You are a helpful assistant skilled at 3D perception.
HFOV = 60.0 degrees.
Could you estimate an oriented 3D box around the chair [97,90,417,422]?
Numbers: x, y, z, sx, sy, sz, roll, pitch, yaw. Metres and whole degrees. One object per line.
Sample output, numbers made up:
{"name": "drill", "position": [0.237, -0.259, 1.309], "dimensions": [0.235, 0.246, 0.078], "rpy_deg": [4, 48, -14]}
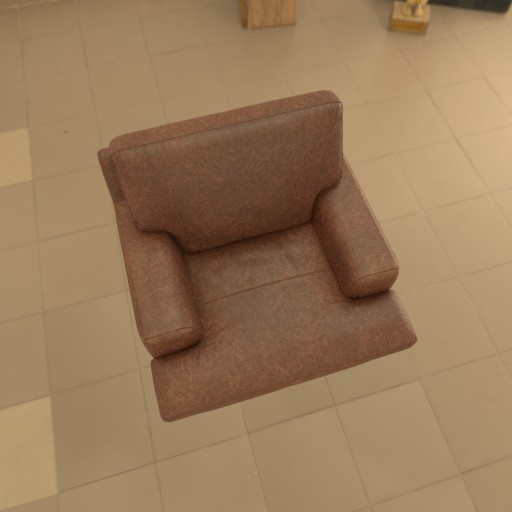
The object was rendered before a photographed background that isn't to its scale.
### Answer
{"name": "chair", "position": [0.000, 0.000, 2.012], "dimensions": [1.168, 0.939, 1.143], "rpy_deg": [-15, 65, -7]}
